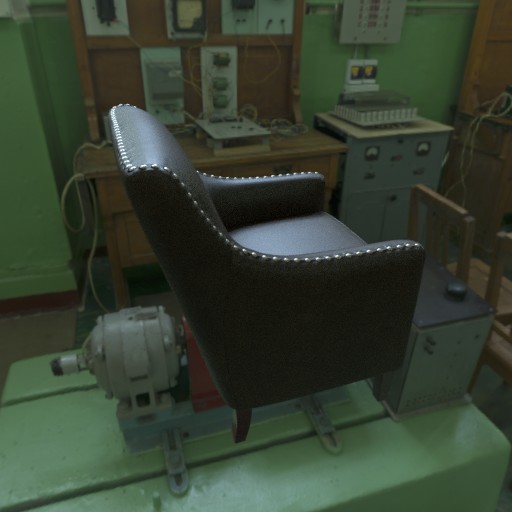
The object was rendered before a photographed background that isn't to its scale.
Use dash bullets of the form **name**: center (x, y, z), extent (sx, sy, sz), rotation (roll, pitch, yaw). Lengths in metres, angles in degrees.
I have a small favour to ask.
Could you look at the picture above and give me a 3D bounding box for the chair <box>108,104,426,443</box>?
- **chair**: center (0.000, 0.000, 1.304), extent (0.704, 0.813, 0.639), rotation (-9, 31, -16)
